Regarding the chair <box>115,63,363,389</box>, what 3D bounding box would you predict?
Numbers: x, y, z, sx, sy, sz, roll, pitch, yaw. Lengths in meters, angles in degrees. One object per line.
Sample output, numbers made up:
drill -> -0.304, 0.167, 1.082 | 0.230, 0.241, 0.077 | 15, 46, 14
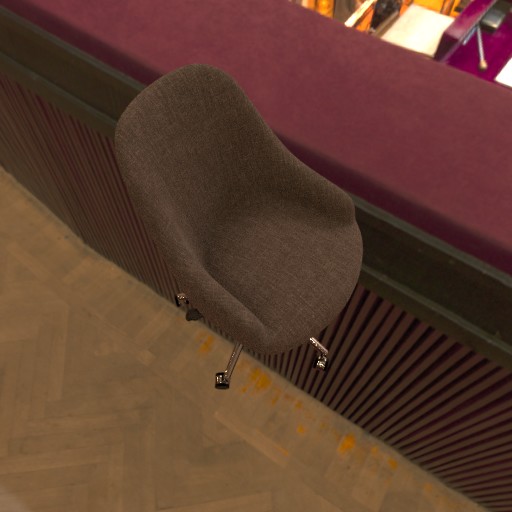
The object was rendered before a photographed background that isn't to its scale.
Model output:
chair -> 0.000, 0.000, 1.413 | 0.712, 0.950, 0.671 | 32, 64, 17
